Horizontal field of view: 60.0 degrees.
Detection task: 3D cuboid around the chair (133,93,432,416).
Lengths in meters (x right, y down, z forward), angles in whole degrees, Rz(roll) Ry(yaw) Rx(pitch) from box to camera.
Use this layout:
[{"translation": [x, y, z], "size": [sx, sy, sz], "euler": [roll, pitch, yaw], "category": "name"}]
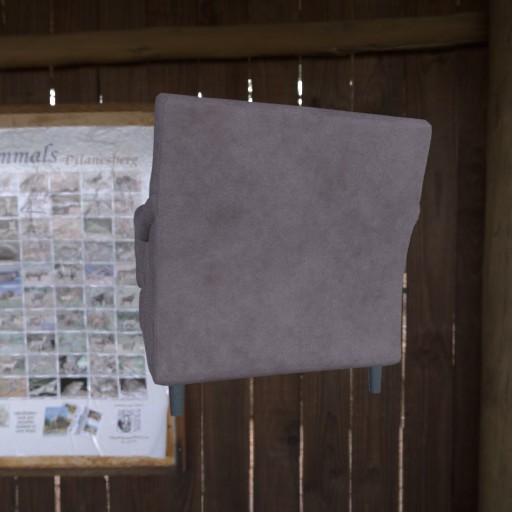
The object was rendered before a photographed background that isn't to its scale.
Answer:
[{"translation": [0.000, 0.000, 1.809], "size": [0.955, 0.997, 1.070], "euler": [0, 1, -17], "category": "chair"}]
